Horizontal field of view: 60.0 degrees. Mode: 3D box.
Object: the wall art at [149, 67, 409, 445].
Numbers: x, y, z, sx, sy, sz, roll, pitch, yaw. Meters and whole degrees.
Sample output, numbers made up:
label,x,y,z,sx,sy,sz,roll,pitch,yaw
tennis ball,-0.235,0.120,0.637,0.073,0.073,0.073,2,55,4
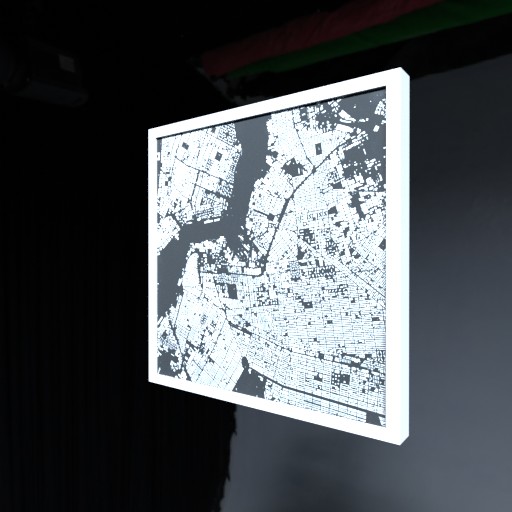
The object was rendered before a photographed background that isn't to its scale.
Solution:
label,x,y,z,sx,sy,sz,roll,pitch,yaw
wall art,0.000,0.000,0.758,0.506,0.506,0.038,0,0,36
